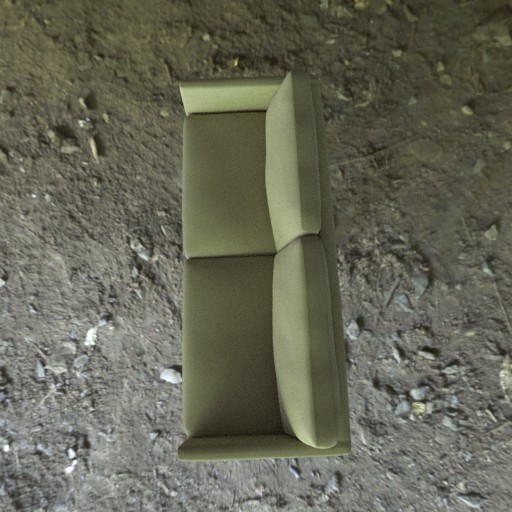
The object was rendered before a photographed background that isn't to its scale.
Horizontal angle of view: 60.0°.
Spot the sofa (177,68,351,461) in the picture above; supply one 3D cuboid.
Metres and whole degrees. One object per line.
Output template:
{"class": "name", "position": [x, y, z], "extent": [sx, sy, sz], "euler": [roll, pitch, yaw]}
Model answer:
{"class": "sofa", "position": [0.000, 0.000, 2.922], "extent": [0.988, 0.912, 2.404], "euler": [-2, 75, -1]}
